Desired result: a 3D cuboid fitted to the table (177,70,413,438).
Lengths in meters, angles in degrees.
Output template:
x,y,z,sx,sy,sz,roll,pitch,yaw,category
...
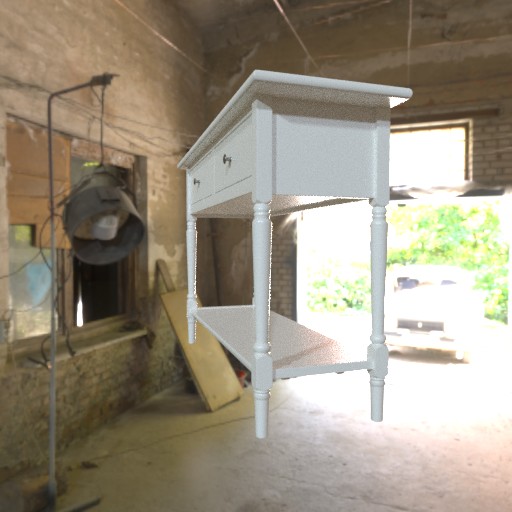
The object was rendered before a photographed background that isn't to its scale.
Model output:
x,y,z,sx,sy,sz,roll,pitch,yaw,category
0.000,0.000,1.548,0.386,0.814,1.191,-1,2,-18,table
